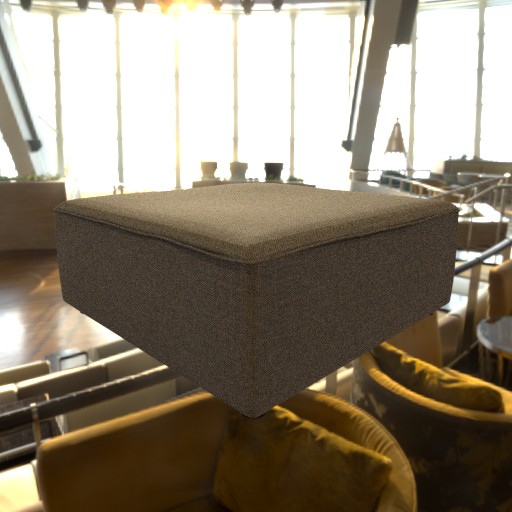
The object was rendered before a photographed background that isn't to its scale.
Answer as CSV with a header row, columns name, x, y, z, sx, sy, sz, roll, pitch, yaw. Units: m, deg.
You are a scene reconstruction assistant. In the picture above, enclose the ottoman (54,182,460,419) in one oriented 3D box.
name,x,y,z,sx,sy,sz,roll,pitch,yaw
ottoman,0.000,0.000,1.562,1.023,0.423,1.017,-14,20,-42
